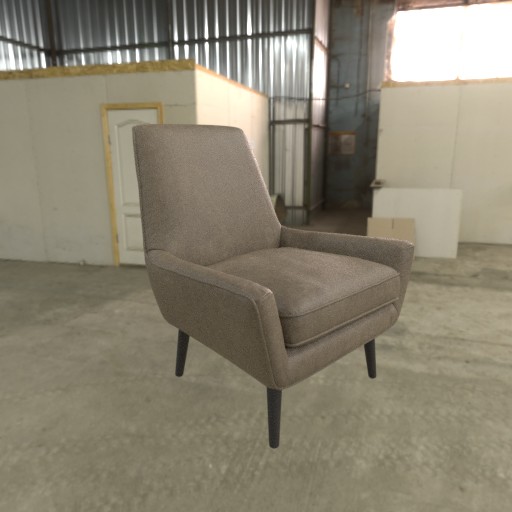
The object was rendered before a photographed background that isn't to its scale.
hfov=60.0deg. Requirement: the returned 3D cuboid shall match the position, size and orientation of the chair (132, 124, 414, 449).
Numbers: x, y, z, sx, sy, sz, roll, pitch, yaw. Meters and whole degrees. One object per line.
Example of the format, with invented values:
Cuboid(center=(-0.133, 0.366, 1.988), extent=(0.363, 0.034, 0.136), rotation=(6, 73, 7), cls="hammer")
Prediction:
Cuboid(center=(0.000, 0.000, 1.535), extent=(0.824, 0.888, 0.787), rotation=(14, 20, 43), cls="chair")
